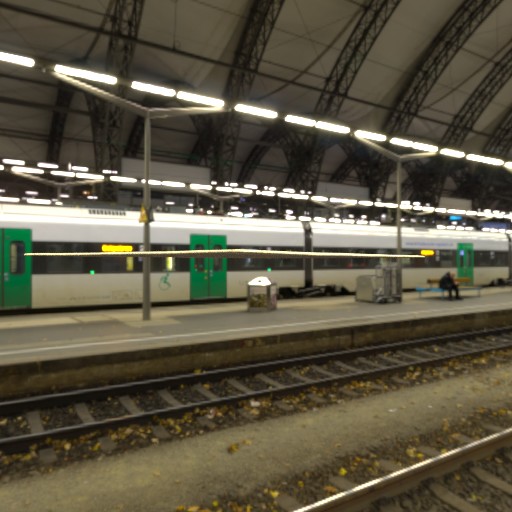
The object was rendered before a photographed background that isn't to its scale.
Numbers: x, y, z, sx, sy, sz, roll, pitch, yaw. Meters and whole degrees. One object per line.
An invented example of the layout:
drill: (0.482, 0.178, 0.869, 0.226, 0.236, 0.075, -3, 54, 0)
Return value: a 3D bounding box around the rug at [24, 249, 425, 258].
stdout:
rug: (0.000, 0.000, 2.383, 1.250, 0.015, 1.850, 0, -1, 36)
